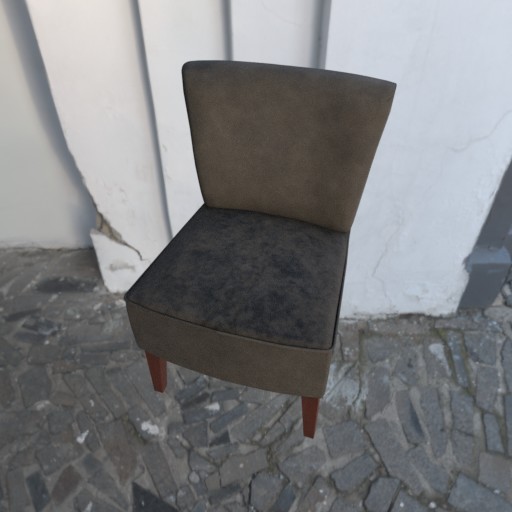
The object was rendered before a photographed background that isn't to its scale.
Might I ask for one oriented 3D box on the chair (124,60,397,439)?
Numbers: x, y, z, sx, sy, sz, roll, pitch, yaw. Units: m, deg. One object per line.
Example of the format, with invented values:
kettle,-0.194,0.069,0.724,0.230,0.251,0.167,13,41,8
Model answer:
chair,0.000,0.000,1.154,0.521,0.806,0.554,12,42,13
